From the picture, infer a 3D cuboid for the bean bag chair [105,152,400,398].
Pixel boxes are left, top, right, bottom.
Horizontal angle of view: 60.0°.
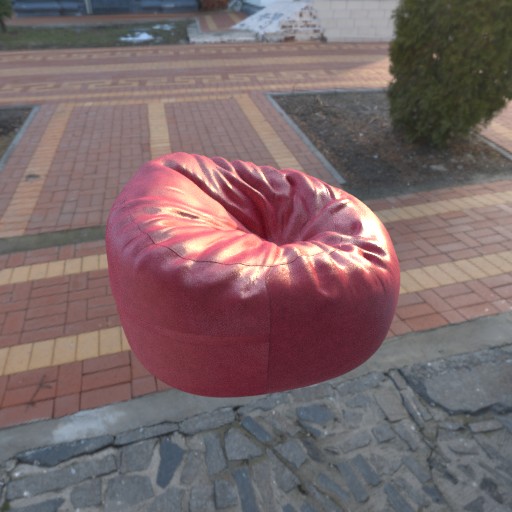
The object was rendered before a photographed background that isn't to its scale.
[{"bbox_3d":[0.000,0.000,2.432,1.524,0.878,1.524,0,33,0],"label":"bean bag chair"}]
